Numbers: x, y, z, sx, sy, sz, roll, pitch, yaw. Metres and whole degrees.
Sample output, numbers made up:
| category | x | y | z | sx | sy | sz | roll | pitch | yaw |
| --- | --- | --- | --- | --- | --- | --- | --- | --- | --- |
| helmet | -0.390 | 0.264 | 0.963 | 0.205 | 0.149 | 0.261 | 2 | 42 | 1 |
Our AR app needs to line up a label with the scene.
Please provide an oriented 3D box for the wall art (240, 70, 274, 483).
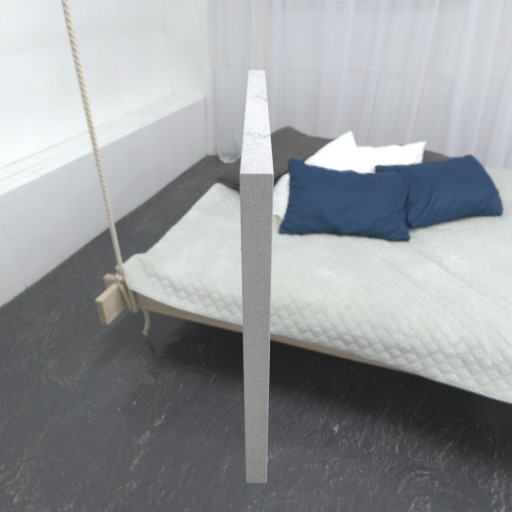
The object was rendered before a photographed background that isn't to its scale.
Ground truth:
| category | x | y | z | sx | sy | sz | roll | pitch | yaw |
| --- | --- | --- | --- | --- | --- | --- | --- | --- | --- |
| wall art | 0.000 | 0.000 | 0.915 | 0.040 | 0.612 | 0.612 | 0 | 33 | 0 |
